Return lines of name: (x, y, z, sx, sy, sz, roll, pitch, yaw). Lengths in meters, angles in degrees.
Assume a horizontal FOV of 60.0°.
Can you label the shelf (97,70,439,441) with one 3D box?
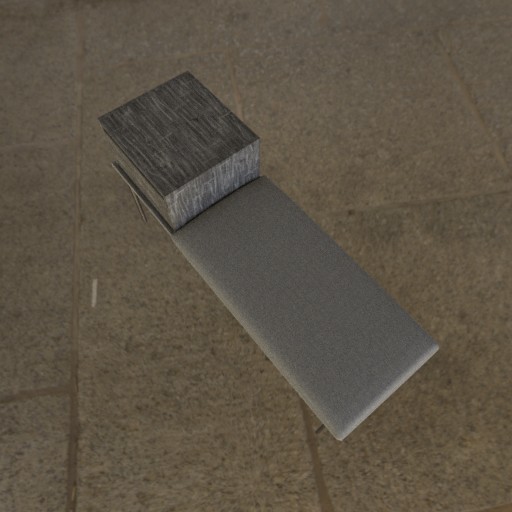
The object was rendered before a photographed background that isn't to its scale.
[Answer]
shelf: (0.000, 0.000, 1.684, 0.457, 0.633, 1.342, -36, 68, -17)
